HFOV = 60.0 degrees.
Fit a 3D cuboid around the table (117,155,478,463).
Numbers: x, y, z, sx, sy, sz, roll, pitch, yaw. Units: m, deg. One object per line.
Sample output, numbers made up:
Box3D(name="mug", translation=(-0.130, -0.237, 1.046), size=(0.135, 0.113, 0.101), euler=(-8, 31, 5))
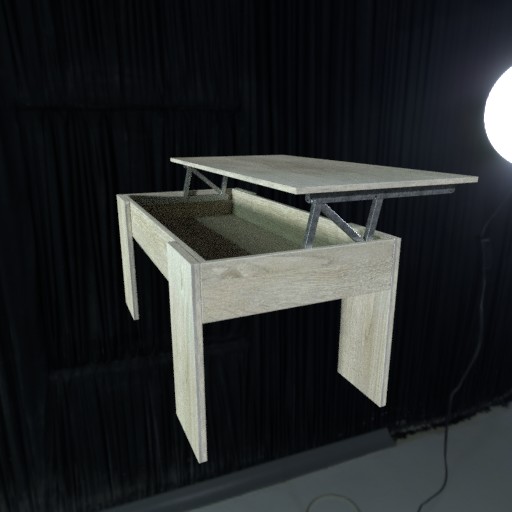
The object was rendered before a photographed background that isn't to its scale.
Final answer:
Box3D(name="table", translation=(0.000, 0.000, 1.430), size=(0.711, 0.570, 1.000), euler=(-7, 17, -23))
